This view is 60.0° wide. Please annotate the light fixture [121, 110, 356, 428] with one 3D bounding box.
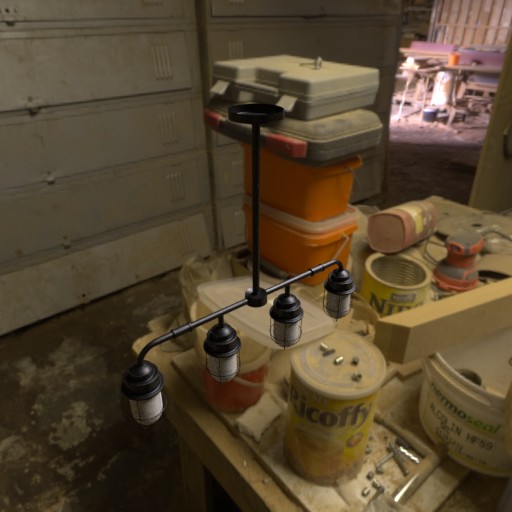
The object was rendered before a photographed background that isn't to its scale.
[{"bbox_3d":[0.000,0.000,1.223,0.852,0.785,0.131,-21,36,-33],"label":"light fixture"}]
